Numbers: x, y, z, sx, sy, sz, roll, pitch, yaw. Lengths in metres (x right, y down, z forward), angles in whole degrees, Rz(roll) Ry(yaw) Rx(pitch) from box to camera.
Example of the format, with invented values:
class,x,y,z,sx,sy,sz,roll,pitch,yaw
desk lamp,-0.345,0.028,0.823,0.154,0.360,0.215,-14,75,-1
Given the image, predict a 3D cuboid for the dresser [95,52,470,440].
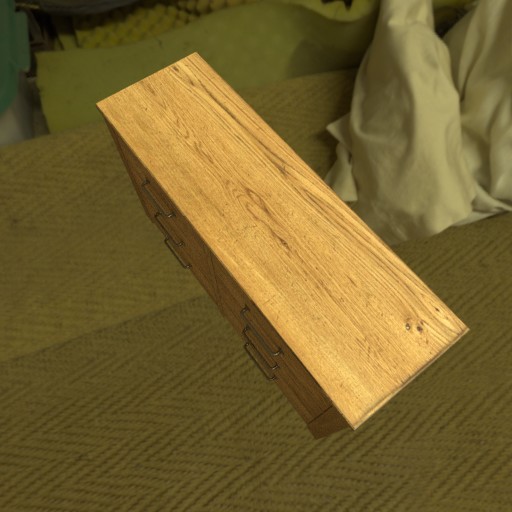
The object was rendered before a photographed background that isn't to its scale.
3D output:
class,x,y,z,sx,sy,sz,roll,pitch,yaw
dresser,0.000,0.000,2.122,0.563,0.932,1.657,-34,69,-15
